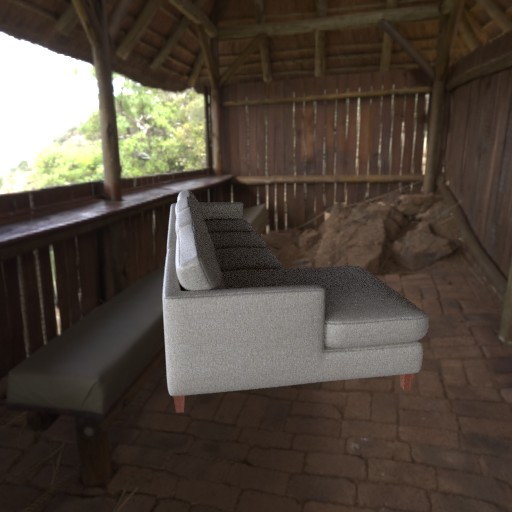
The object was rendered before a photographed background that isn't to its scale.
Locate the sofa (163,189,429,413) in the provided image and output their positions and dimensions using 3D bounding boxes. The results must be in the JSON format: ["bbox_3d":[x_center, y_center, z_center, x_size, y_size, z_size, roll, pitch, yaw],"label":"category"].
[{"bbox_3d":[0.000,0.000,3.875,1.502,0.876,3.201,-3,16,-9],"label":"sofa"}]
